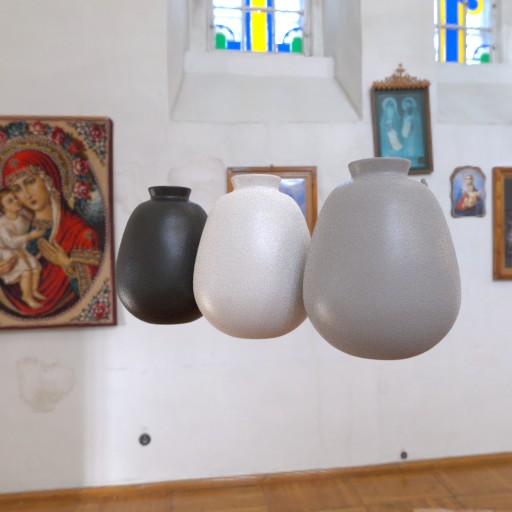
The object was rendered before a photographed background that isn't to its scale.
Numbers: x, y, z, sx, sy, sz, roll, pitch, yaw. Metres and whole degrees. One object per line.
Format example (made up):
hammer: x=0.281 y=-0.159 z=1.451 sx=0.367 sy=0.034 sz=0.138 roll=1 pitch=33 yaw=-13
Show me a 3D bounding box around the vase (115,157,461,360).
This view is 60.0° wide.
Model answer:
vase: x=0.000 y=0.000 z=0.347 sx=0.297 sy=0.122 sz=0.097 roll=1 pitch=1 yaw=38
